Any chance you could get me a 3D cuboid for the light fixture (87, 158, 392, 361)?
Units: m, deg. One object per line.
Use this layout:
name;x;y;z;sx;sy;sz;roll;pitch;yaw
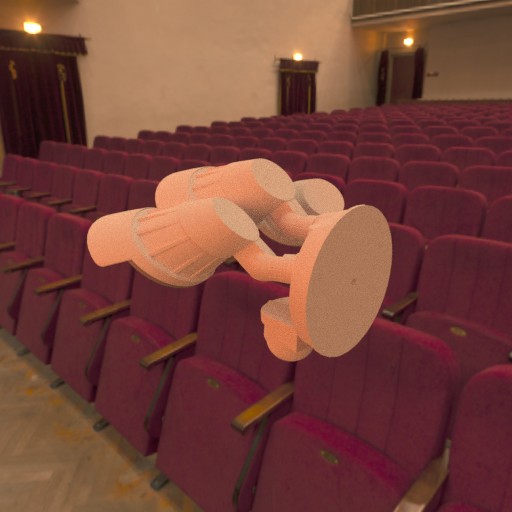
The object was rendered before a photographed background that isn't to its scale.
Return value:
light fixture;0.000;0.000;0.548;0.278;0.237;0.369;17;25;41
